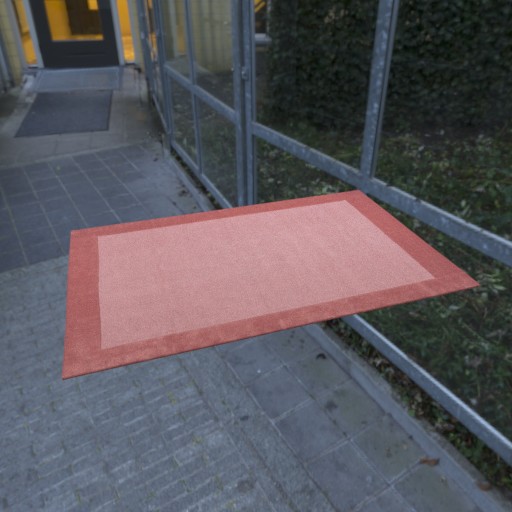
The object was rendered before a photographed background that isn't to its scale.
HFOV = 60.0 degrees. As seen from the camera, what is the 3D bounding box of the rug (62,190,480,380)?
[{"bbox_3d":[0.000,0.000,3.038,2.438,0.014,1.524,-10,34,-15],"label":"rug"}]
